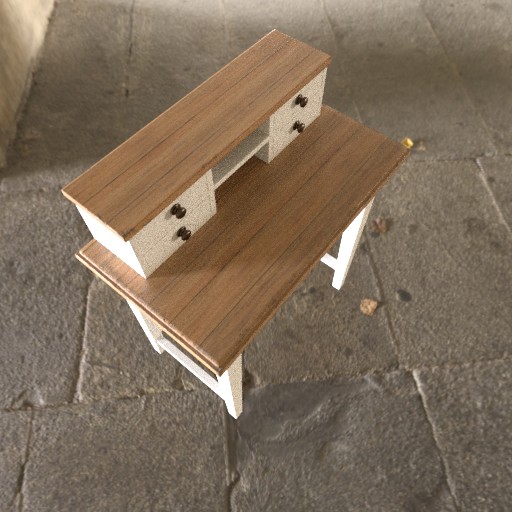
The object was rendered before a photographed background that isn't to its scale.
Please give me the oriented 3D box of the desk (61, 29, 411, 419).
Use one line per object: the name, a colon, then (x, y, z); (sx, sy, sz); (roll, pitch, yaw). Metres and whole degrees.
desk: (0.000, 0.000, 1.401); (0.462, 0.981, 0.814); (35, 65, 19)
